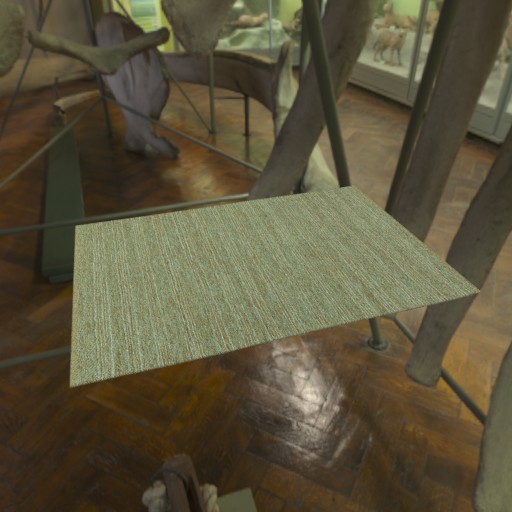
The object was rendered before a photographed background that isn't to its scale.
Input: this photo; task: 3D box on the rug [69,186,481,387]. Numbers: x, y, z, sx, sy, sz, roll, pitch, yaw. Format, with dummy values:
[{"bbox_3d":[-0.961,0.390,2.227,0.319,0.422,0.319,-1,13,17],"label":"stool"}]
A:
[{"bbox_3d":[0.000,0.000,2.334,1.824,0.010,1.240,-10,35,-15],"label":"rug"}]
